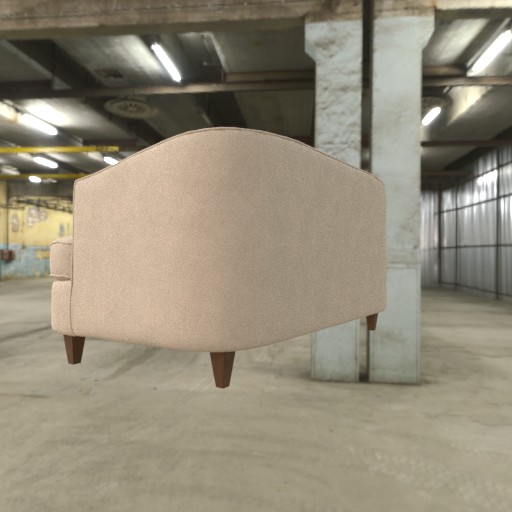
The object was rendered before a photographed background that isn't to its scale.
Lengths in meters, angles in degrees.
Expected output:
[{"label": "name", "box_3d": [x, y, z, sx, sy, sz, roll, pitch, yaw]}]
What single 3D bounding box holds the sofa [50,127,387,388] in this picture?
[{"label": "sofa", "box_3d": [0.000, 0.000, 2.257, 0.940, 0.878, 1.731, 0, 0, 34]}]
